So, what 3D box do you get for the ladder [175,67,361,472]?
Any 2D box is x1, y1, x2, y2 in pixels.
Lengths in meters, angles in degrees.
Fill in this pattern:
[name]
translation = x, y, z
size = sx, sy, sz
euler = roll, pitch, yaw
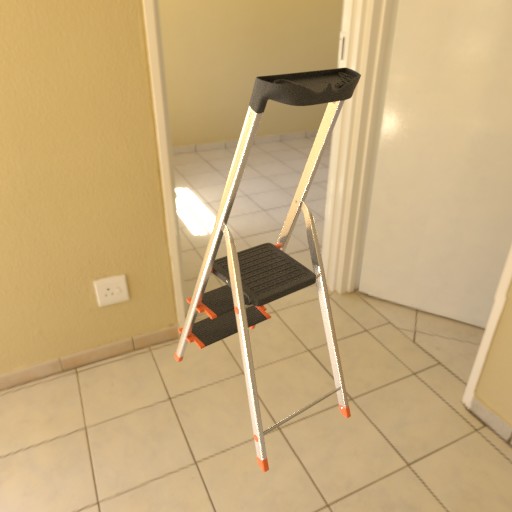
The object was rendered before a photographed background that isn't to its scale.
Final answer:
[ladder]
translation = 0.000, 0.000, 1.533
size = 0.416, 1.229, 0.686
euler = -19, 35, -30
